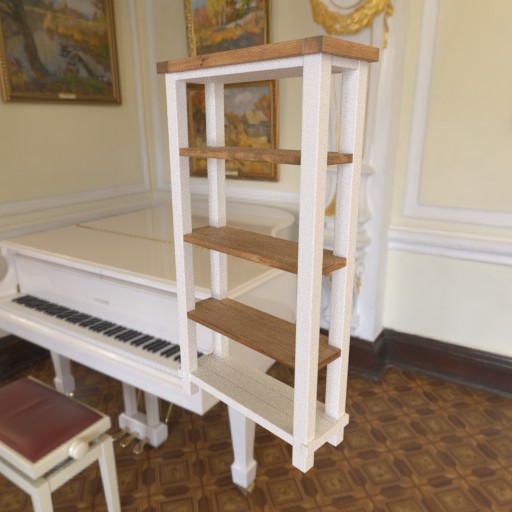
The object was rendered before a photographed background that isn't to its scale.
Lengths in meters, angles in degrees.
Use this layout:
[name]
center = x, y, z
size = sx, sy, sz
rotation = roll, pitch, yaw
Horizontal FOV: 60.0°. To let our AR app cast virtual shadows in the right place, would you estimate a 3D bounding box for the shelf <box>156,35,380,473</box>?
[shelf]
center = 0.000, 0.000, 2.262
size = 1.022, 1.878, 0.381
rotation = 16, 23, 42
